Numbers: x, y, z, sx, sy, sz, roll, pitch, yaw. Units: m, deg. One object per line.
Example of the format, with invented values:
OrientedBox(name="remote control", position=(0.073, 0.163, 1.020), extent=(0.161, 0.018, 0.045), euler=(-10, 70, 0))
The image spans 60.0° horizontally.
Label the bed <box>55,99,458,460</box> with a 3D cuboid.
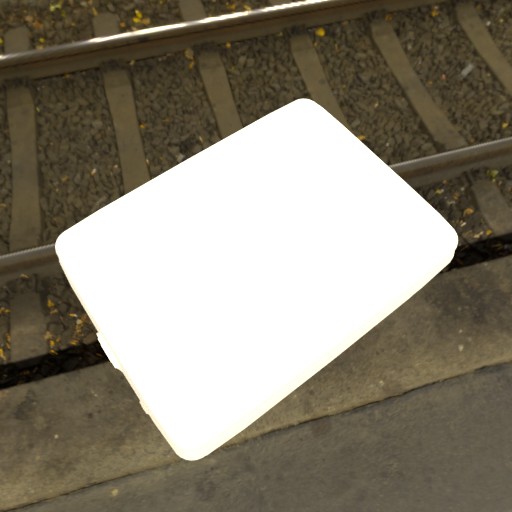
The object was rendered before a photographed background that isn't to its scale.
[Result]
OrientedBox(name="bed", position=(0.000, 0.000, 2.714), extent=(2.036, 0.460, 1.520), euler=(-34, 68, -16))
